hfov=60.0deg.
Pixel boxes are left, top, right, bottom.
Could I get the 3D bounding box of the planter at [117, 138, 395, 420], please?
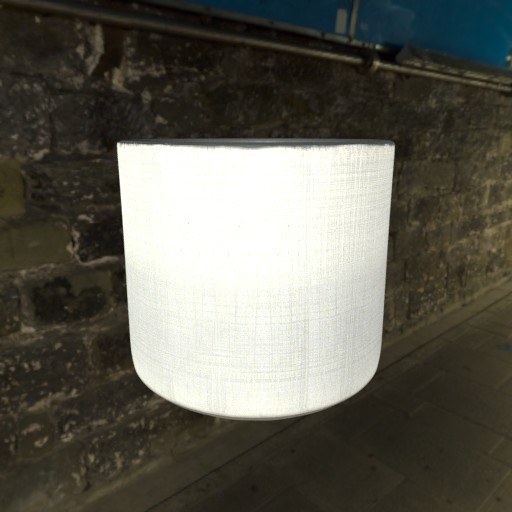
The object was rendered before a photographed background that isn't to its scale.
[{"bbox_3d":[0.000,0.000,0.395,0.226,0.201,0.226,0,16,0],"label":"planter"}]
